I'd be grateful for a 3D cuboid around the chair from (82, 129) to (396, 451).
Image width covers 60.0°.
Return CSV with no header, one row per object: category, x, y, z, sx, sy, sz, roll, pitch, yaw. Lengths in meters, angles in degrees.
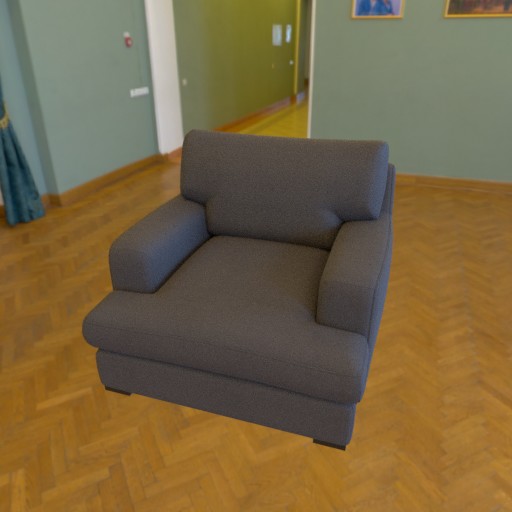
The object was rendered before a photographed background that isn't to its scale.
chair,0.000,0.000,2.002,1.168,0.940,1.143,8,28,16
